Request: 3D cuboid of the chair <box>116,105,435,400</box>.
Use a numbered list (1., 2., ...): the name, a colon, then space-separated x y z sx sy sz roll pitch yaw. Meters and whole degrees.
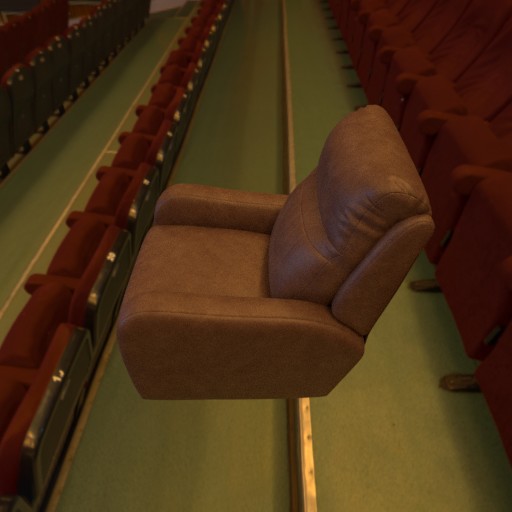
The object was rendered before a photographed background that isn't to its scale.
1. chair: 0.000 0.000 1.818 1.067 1.067 0.865 1 41 1
